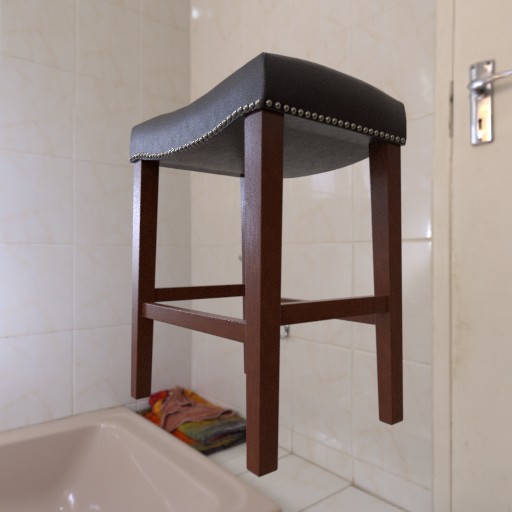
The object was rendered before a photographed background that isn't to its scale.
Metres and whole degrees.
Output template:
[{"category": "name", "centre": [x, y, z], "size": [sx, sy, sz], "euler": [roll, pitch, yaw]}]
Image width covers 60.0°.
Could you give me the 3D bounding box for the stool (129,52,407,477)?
[{"category": "stool", "centre": [0.000, 0.000, 0.950], "size": [0.372, 0.654, 0.504], "euler": [0, 0, -38]}]
